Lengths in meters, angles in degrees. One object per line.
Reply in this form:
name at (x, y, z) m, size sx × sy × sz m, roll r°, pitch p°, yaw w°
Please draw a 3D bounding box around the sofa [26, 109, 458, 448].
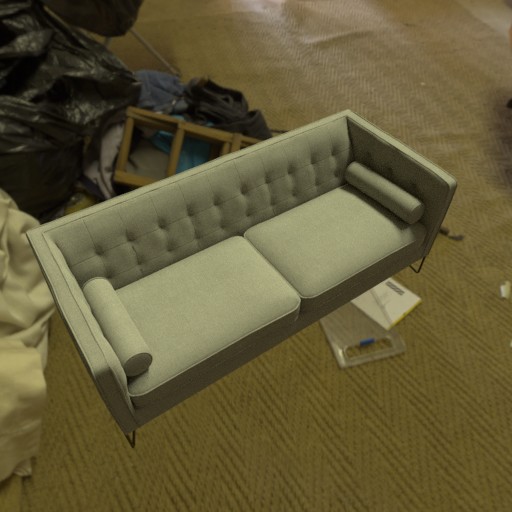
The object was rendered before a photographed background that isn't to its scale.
sofa at (0.000, 0.000, 2.527) m, size 2.079 × 0.798 × 0.912 m, roll -26°, pitch 53°, yaw -22°
